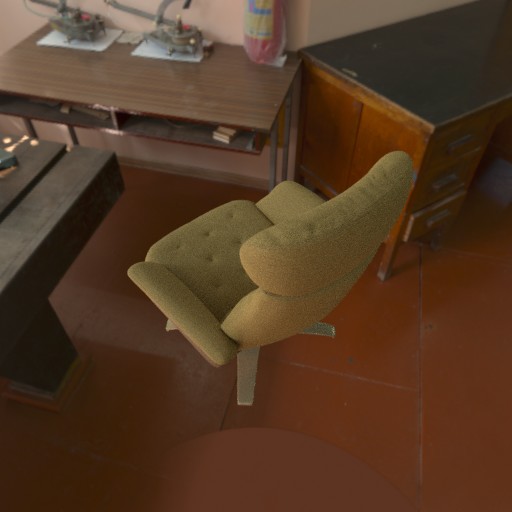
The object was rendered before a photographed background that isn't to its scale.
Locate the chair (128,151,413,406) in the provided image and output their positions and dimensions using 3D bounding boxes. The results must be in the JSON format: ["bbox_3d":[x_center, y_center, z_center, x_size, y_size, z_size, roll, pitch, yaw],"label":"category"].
[{"bbox_3d":[0.000,0.000,1.560,0.785,0.995,0.837,-33,55,-27],"label":"chair"}]
